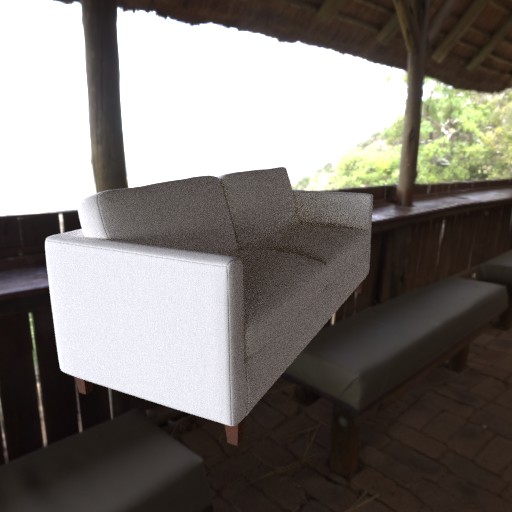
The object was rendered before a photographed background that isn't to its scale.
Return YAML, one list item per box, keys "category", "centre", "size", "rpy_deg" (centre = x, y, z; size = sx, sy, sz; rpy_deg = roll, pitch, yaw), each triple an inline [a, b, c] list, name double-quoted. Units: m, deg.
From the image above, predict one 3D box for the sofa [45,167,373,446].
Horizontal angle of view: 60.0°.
- category: "sofa"
  centre: [0.000, 0.000, 2.590]
  size: [0.924, 0.933, 2.139]
  rpy_deg: [7, 16, 26]
